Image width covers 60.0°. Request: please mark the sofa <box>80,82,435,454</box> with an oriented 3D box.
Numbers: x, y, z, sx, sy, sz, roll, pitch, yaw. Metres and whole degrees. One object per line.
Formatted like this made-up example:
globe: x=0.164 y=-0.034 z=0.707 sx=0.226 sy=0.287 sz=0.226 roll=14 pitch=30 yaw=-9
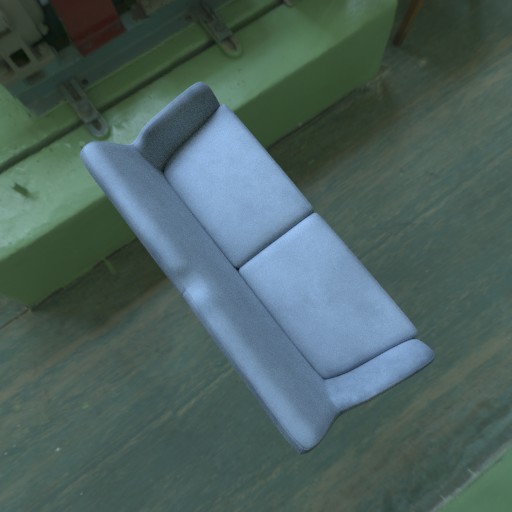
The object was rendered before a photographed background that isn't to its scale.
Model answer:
sofa: x=0.000 y=0.000 z=2.340 sx=0.850 sy=0.810 sz=1.870 roll=-37 pitch=79 yaw=-8
